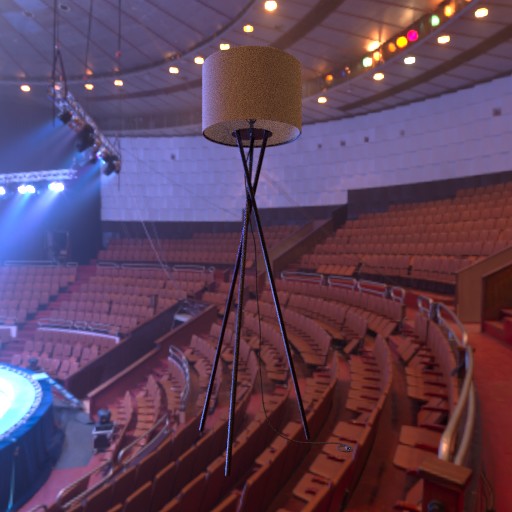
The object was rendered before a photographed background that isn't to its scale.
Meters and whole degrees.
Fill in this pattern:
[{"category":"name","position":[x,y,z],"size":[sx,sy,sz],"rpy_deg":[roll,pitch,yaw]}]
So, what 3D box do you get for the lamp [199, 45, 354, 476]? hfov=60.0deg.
[{"category":"lamp","position":[0.000,0.000,1.871],"size":[0.667,1.624,0.522],"rpy_deg":[-1,-1,36]}]
